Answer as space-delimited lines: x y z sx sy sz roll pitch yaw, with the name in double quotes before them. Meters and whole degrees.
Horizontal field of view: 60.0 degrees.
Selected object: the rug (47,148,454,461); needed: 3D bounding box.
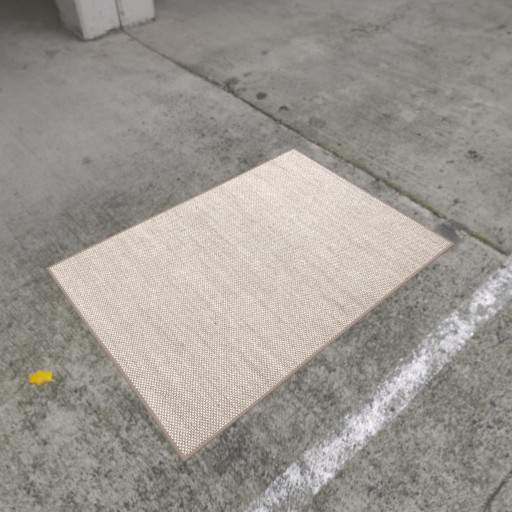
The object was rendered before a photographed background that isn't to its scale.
"rug" 0.000 0.000 2.805 2.115 0.013 1.517 -31 53 -27
